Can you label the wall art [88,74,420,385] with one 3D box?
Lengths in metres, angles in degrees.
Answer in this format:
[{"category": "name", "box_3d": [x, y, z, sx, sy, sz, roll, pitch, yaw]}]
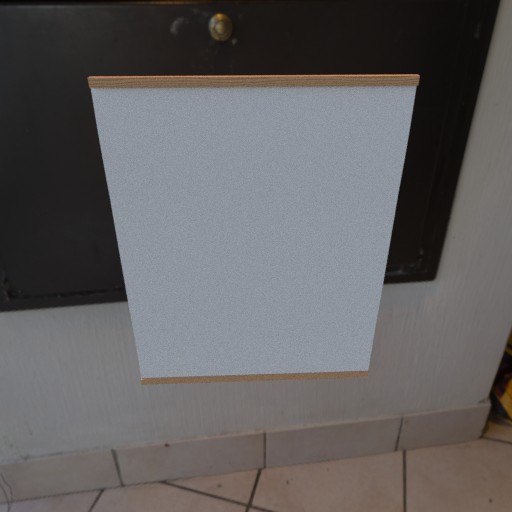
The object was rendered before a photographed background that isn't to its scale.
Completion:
[{"category": "wall art", "box_3d": [0.000, 0.000, 0.668, 0.404, 0.507, 0.010, -1, 30, -2]}]
